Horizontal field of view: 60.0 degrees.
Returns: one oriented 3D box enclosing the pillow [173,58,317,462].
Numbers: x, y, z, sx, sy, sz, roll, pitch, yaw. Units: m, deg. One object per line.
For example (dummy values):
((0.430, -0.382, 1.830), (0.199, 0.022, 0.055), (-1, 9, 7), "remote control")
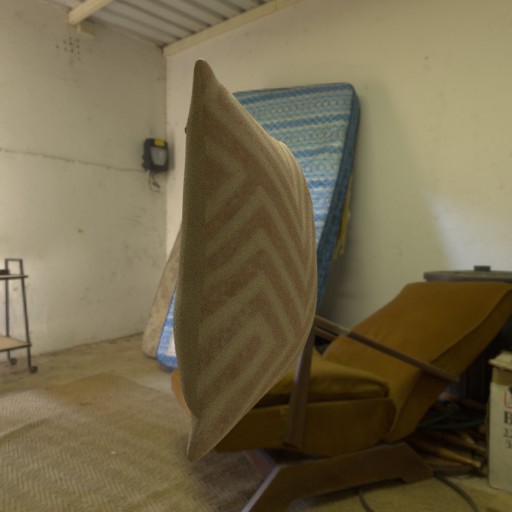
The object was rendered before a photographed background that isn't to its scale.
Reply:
((0.000, 0.000, 0.681), (0.182, 0.441, 0.440), (1, 2, 17), "pillow")
